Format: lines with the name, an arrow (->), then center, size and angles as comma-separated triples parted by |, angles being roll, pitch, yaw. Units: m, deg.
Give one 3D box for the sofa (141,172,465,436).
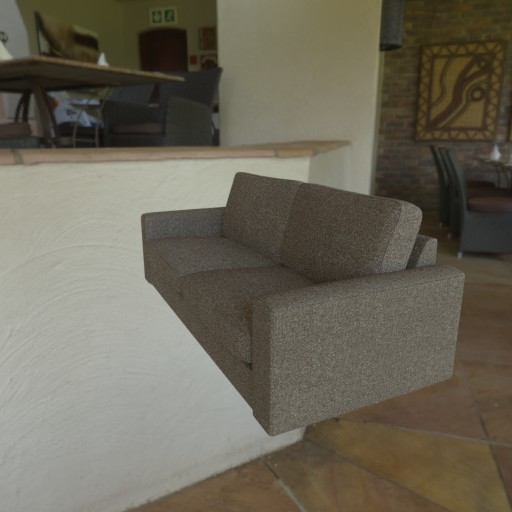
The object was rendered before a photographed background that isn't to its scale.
sofa -> 0.000, 0.000, 2.720 | 1.016, 0.873, 2.179 | -7, 17, -25
